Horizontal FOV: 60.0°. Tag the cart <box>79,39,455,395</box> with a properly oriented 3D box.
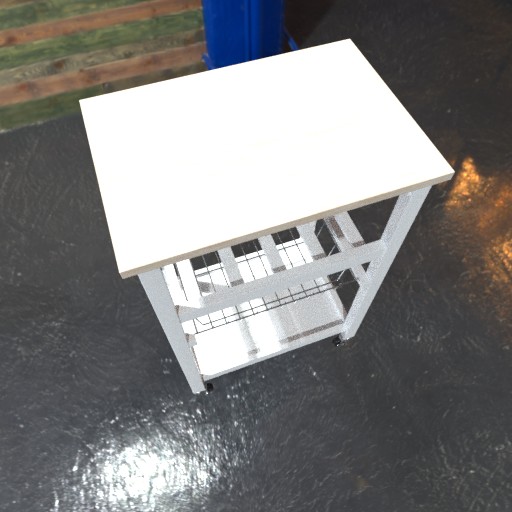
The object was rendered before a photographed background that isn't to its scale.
[{"bbox_3d":[0.000,0.000,1.172,0.578,0.857,0.406,-17,60,-10],"label":"cart"}]
